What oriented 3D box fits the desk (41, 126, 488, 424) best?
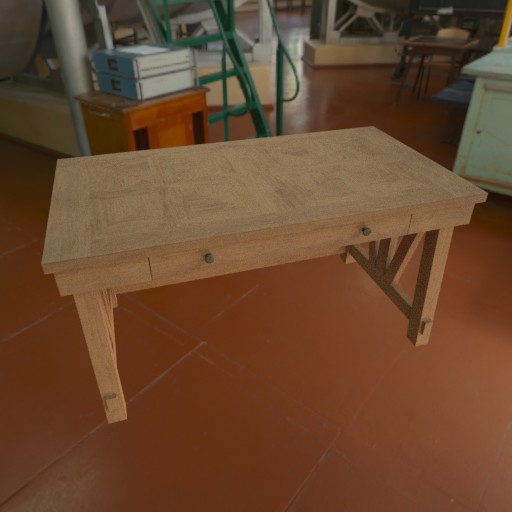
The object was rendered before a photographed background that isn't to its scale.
[{"bbox_3d":[0.000,0.000,1.943,1.499,0.762,0.813,-10,35,-14],"label":"desk"}]
